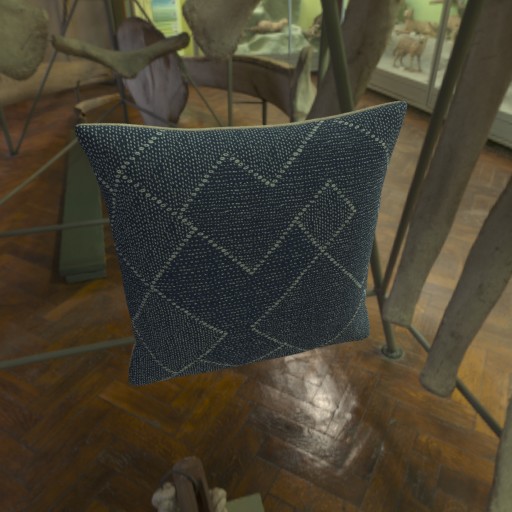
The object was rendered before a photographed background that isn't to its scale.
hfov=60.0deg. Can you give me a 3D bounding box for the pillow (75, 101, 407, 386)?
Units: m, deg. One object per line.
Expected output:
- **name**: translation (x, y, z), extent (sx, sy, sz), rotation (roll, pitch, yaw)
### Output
- **pillow**: translation (0.000, 0.000, 0.669), extent (0.435, 0.428, 0.148), rotation (-9, 34, -13)
